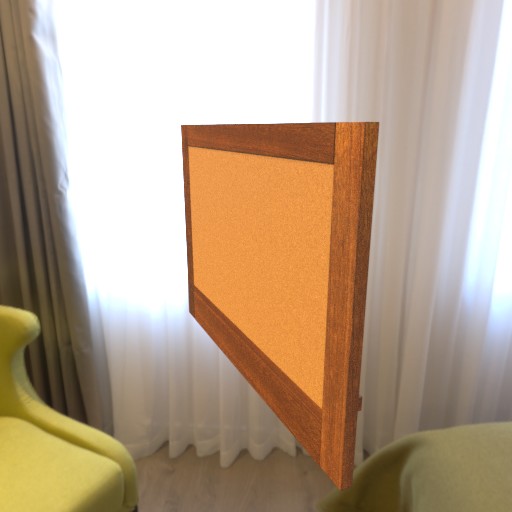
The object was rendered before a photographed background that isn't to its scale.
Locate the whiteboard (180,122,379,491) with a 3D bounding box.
[{"bbox_3d":[0.000,0.000,0.976,0.083,0.559,0.783,-8,18,-25],"label":"whiteboard"}]
